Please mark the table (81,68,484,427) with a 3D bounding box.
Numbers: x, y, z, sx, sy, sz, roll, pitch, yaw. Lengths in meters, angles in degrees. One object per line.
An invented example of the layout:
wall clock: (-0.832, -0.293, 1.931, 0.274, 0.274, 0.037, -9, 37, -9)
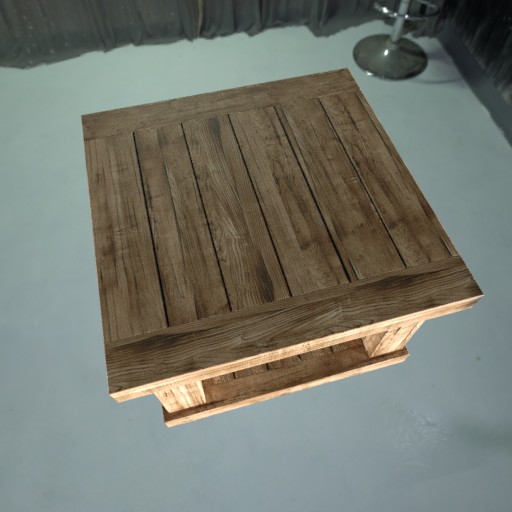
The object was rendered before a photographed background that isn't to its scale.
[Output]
table: (0.000, 0.000, 1.031, 0.610, 0.457, 0.610, -13, 60, -8)
